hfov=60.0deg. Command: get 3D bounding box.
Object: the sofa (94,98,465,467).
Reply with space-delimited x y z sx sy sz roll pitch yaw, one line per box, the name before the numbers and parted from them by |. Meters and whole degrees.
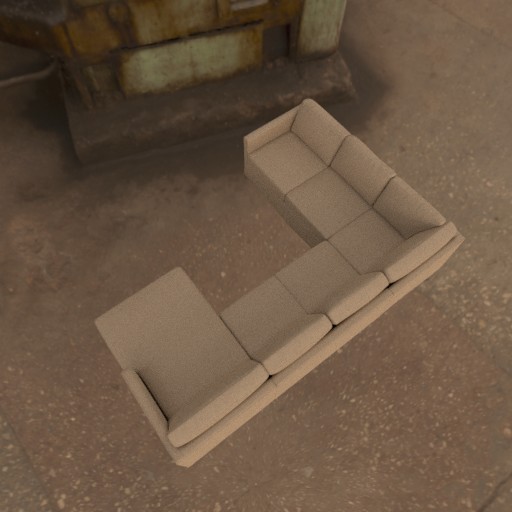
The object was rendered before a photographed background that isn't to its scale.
sofa | 0.000 0.000 4.628 3.460 0.882 2.427 -34 68 -16
